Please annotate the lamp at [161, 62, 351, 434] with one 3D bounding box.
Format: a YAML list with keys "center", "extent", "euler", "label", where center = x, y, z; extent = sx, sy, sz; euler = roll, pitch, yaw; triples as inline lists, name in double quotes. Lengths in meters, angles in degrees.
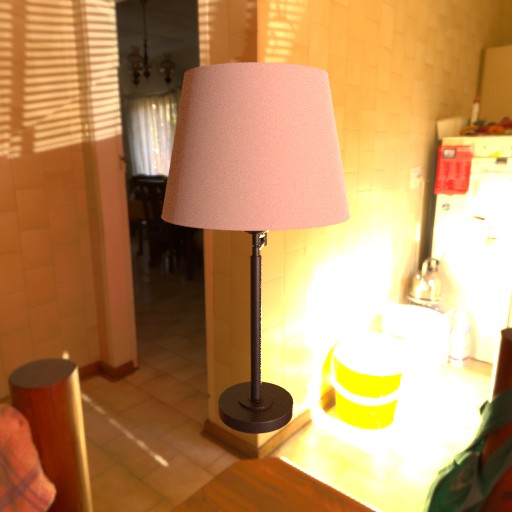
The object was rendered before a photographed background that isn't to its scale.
- center: [0.000, 0.000, 0.888]
  extent: [0.363, 0.696, 0.363]
  euler: [0, 13, 0]
  label: "lamp"
